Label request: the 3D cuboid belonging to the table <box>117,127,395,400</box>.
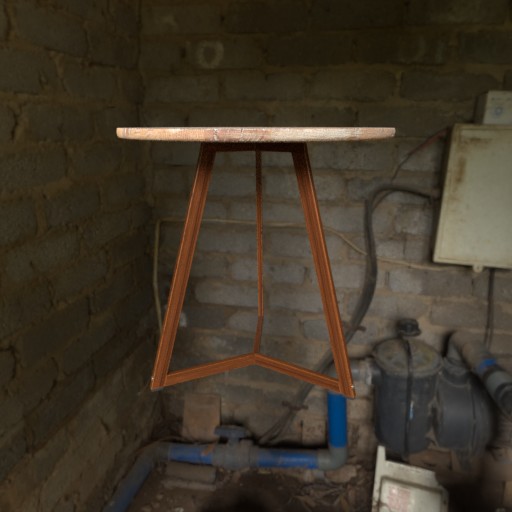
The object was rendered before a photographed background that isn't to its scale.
[{"bbox_3d":[0.000,0.000,0.900,0.500,0.500,0.500,0,16,0],"label":"table"}]
